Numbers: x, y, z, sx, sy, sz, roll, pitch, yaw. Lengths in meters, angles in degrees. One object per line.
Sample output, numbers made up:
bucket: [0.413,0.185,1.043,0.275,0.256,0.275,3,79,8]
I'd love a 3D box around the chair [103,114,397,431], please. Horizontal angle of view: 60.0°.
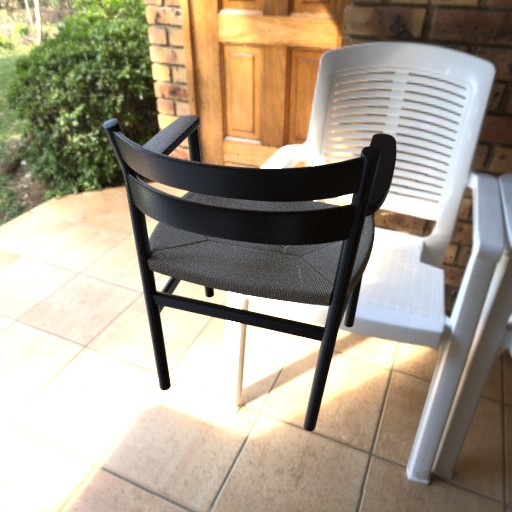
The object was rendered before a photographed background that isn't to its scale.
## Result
chair: [0.000,0.000,1.201,0.630,0.775,0.508,10,35,15]
